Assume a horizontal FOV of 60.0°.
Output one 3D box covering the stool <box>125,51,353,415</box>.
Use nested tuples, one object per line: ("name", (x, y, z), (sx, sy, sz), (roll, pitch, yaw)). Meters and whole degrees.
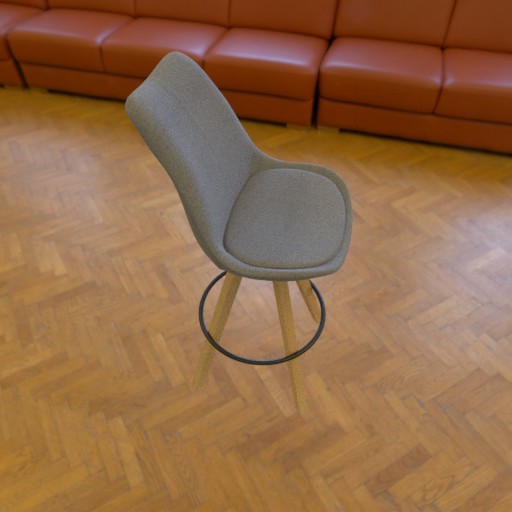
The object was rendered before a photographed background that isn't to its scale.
("stool", (0.000, 0.000, 1.400), (0.550, 1.115, 0.485), (10, 48, 9))
